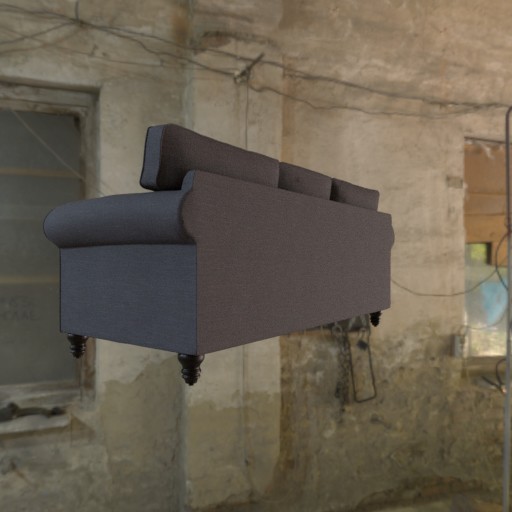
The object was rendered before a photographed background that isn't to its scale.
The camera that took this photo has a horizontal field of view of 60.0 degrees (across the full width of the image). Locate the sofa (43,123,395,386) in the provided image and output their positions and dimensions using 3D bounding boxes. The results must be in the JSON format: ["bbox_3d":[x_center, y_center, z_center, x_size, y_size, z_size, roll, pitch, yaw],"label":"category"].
[{"bbox_3d":[0.000,0.000,2.565,0.909,0.966,2.084,0,-1,37],"label":"sofa"}]
